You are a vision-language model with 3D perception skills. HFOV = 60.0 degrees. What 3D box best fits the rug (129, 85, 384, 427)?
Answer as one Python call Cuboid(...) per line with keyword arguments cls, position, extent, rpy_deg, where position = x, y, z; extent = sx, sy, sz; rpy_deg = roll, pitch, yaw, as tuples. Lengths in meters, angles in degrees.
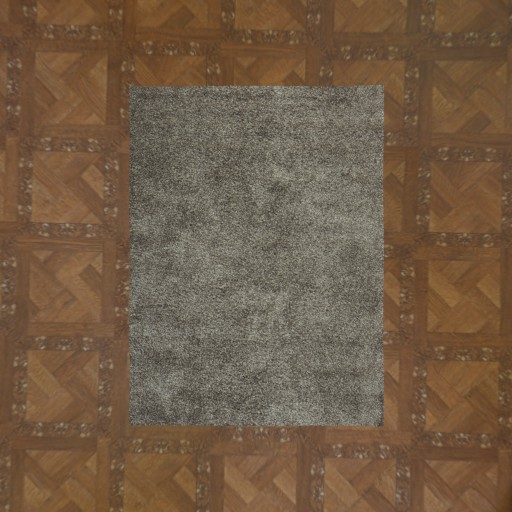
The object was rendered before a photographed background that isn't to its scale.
Cuboid(cls="rug", position=(0.000, 0.000, 2.093), extent=(1.198, 0.025, 1.601), rpy_deg=(0, 90, 1))
